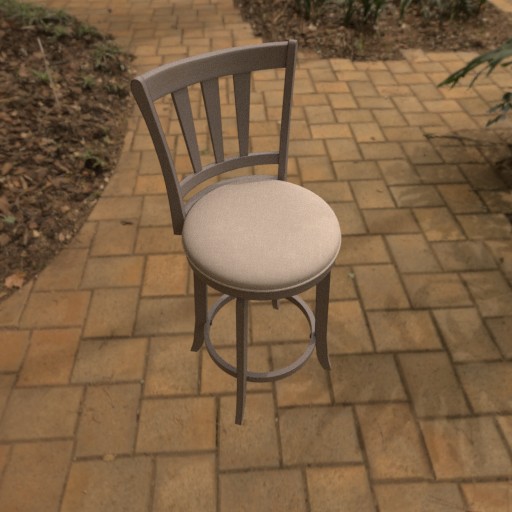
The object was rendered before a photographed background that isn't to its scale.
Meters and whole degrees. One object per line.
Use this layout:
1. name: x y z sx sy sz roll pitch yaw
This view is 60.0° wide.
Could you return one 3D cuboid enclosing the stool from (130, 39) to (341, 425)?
1. stool: 0.000 0.000 1.278 0.436 1.023 0.475 -24 50 -22
